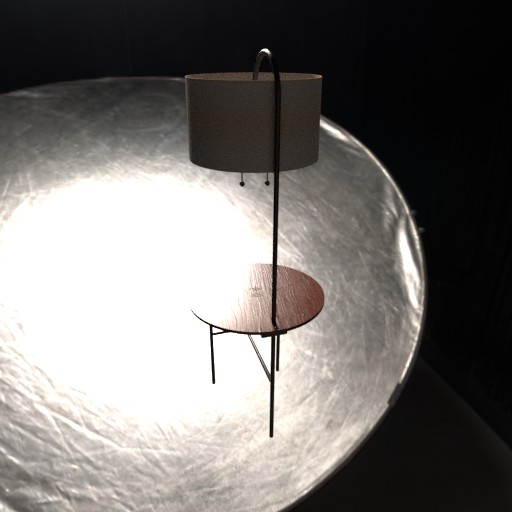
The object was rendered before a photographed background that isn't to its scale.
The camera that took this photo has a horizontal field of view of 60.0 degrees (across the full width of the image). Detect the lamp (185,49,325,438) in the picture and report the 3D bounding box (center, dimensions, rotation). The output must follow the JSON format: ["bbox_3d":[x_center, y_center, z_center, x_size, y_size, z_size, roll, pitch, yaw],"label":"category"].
[{"bbox_3d":[0.000,0.000,1.794,0.573,1.517,0.573,0,25,0],"label":"lamp"}]
